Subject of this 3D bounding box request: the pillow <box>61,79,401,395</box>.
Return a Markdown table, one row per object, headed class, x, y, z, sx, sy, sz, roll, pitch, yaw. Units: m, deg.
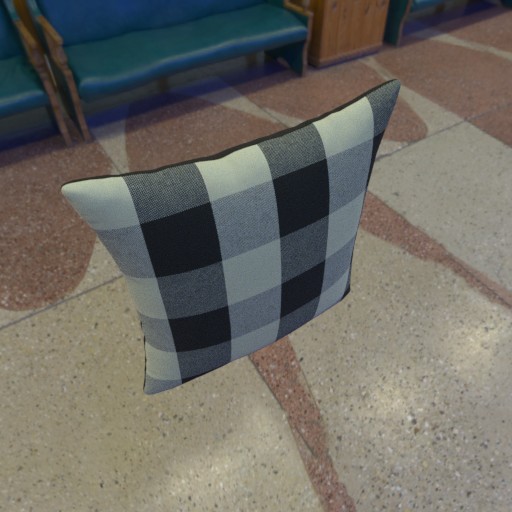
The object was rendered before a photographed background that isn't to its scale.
| class | x | y | z | sx | sy | sz | roll | pitch | yaw |
| --- | --- | --- | --- | --- | --- | --- | --- | --- | --- |
| pillow | 0.000 | 0.000 | 0.769 | 0.511 | 0.509 | 0.161 | -24 | 51 | -21 |
